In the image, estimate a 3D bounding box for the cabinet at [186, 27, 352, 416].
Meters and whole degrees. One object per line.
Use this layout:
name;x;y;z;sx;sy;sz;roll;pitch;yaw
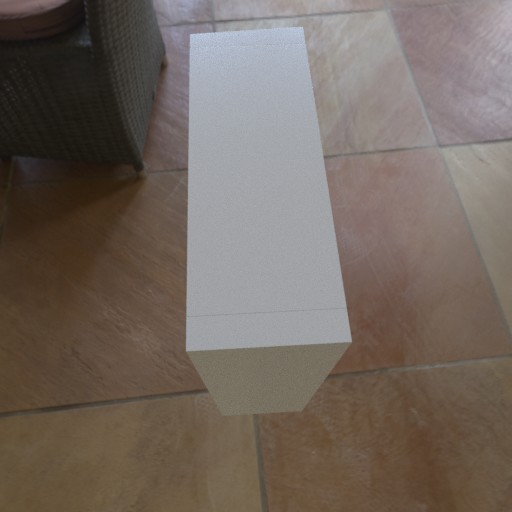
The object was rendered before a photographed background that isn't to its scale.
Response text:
cabinet;0.000;0.000;1.657;0.348;1.150;0.990;-3;64;-1
